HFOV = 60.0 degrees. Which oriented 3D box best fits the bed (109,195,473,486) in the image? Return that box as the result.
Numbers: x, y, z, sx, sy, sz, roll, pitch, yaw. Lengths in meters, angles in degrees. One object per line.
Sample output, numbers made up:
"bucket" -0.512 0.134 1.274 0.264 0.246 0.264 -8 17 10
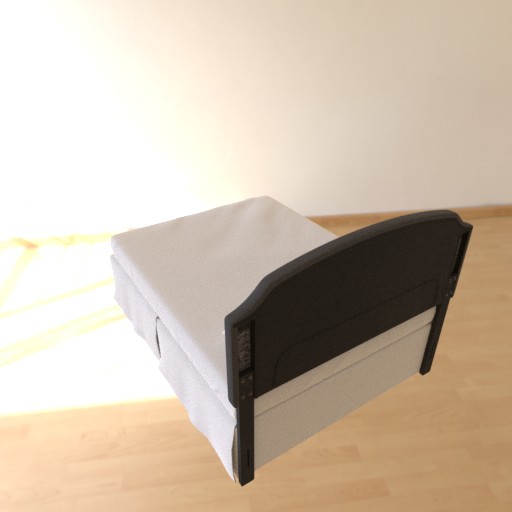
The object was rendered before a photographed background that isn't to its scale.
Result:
"bed" 0.000 0.000 2.985 1.558 1.270 1.999 -19 36 -28
